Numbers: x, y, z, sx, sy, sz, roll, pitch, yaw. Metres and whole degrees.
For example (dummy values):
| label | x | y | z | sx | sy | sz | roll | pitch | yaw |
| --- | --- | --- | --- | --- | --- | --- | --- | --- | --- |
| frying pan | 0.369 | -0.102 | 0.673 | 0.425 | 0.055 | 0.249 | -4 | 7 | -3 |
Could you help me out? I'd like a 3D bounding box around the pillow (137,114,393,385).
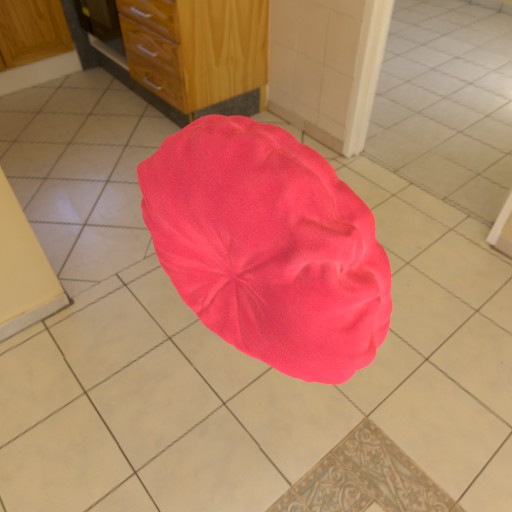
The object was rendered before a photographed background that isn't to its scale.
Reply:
| label | x | y | z | sx | sy | sz | roll | pitch | yaw |
| --- | --- | --- | --- | --- | --- | --- | --- | --- | --- |
| pillow | 0.000 | 0.000 | 0.647 | 0.428 | 0.407 | 0.148 | 32 | 54 | 26 |
